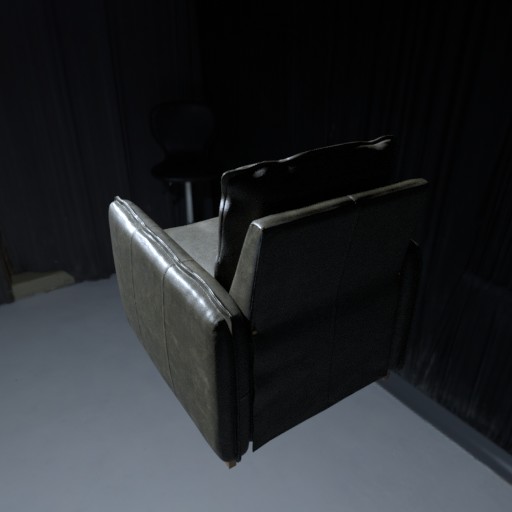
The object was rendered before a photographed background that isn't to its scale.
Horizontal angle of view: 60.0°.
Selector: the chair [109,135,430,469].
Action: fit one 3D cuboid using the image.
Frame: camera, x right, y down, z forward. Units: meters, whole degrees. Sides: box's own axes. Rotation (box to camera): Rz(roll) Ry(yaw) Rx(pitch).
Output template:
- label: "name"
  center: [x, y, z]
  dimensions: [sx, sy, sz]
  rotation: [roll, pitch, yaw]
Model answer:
- label: "chair"
  center: [0.000, 0.000, 1.593]
  dimensions: [0.830, 0.921, 0.921]
  rotation: [-17, 33, -29]
